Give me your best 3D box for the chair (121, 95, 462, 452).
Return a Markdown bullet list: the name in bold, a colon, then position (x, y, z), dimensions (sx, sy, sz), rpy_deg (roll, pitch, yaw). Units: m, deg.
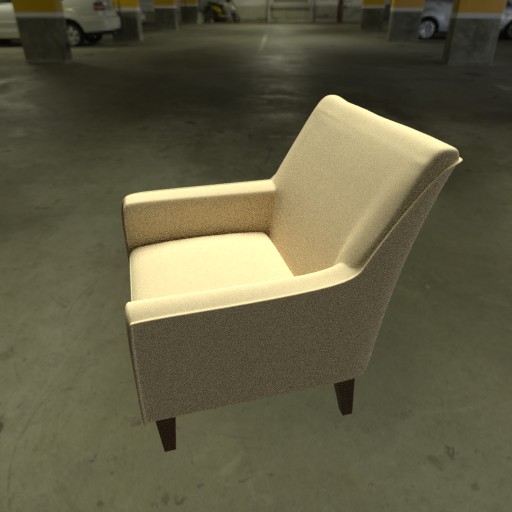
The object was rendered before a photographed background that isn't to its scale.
- **chair**: position (0.000, 0.000, 1.549), dimensions (0.899, 0.919, 0.780), rpy_deg (-8, 31, -13)
